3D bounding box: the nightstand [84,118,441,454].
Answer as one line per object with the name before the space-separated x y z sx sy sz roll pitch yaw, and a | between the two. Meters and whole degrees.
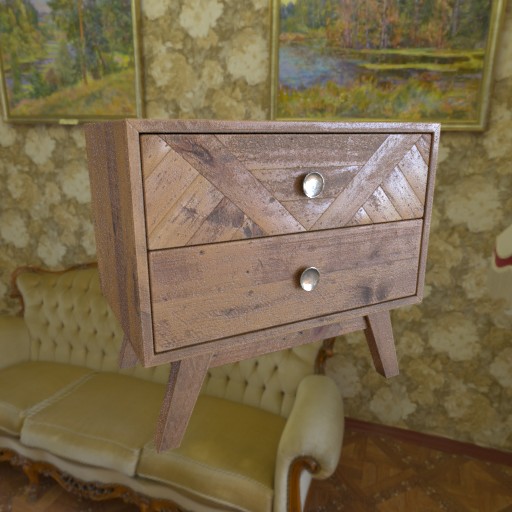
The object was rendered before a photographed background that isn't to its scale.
nightstand | 0.000 0.000 1.043 0.650 0.599 0.450 -8 18 -27
